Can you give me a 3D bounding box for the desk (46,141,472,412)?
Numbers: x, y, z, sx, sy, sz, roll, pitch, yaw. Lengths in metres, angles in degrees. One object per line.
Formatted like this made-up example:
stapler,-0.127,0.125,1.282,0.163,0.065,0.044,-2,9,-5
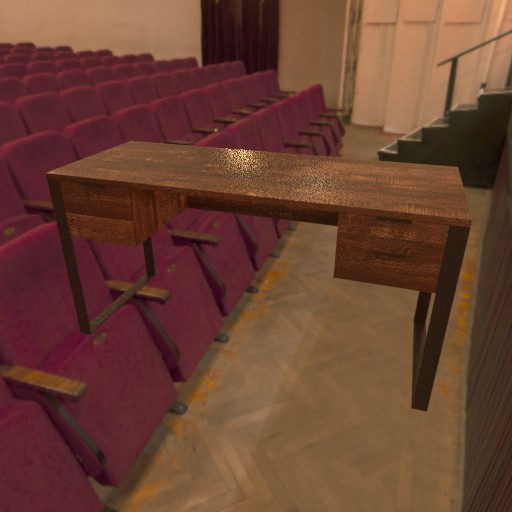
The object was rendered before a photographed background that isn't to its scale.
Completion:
desk,0.000,0.000,1.927,1.524,0.762,0.599,9,28,16
